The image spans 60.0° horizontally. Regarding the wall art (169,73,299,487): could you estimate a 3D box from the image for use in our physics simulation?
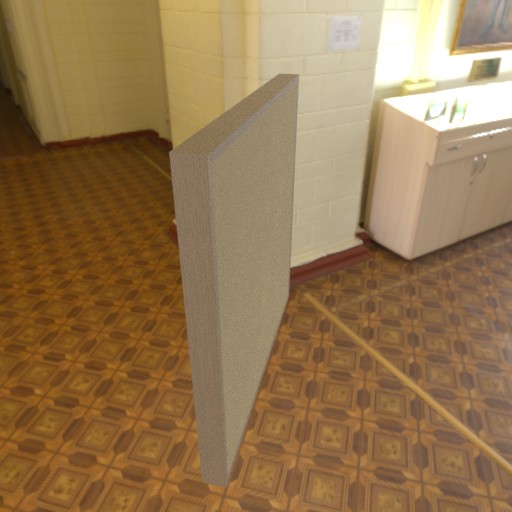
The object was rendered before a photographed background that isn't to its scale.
[{"bbox_3d":[0.000,0.000,0.749,0.038,0.506,0.508,7,31,12],"label":"wall art"}]
